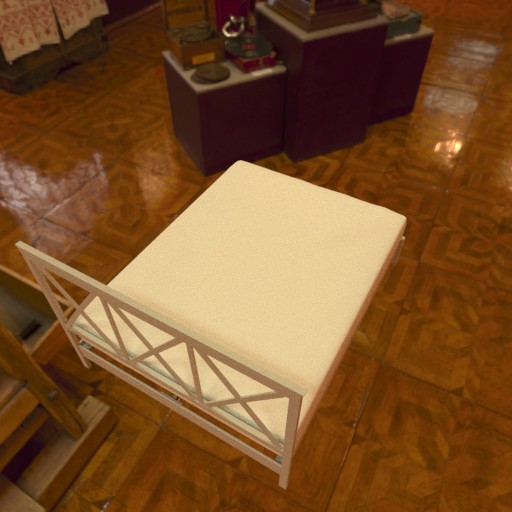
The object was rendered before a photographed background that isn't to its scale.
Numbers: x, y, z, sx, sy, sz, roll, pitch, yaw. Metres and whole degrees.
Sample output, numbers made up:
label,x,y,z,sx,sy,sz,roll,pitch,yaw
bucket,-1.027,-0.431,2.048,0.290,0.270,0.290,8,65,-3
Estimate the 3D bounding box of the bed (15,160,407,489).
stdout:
label,x,y,z,sx,sy,sz,roll,pitch,yaw
bed,0.000,0.000,3.114,1.673,1.253,2.135,23,51,20
